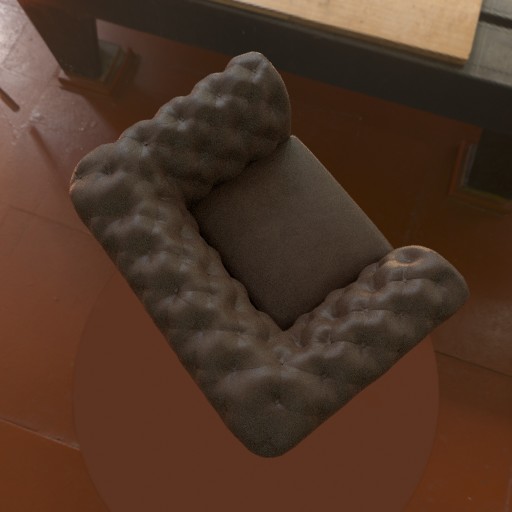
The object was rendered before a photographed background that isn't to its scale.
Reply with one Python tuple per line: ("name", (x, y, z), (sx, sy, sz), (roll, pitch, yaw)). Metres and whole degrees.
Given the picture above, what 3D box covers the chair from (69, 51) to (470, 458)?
("chair", (0.000, 0.000, 1.878), (0.954, 0.784, 1.298), (-36, 78, -9))
